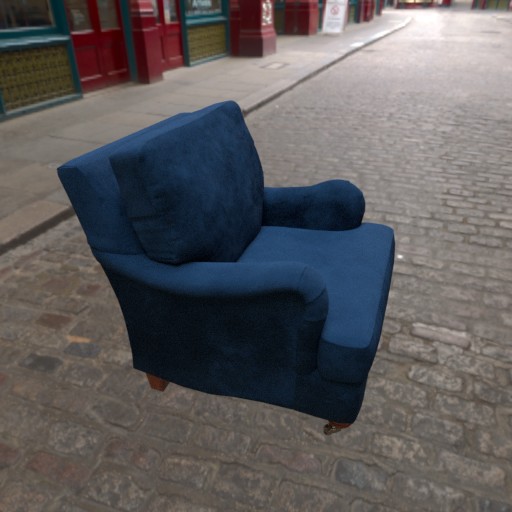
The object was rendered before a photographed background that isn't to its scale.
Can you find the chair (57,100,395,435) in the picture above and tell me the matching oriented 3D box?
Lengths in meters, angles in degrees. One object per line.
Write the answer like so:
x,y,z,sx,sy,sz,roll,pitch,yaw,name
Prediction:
0.000,0.000,1.819,1.078,1.076,0.895,10,32,17,chair
